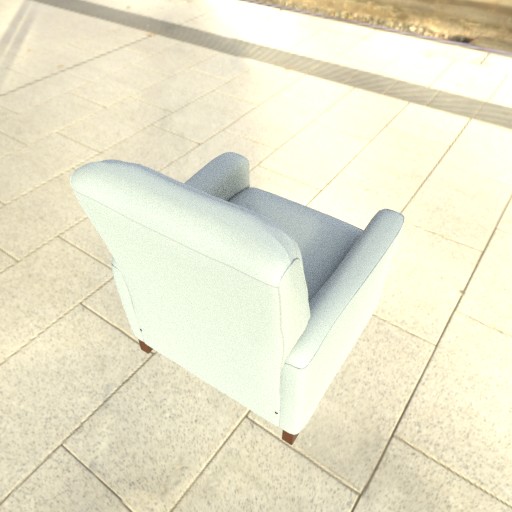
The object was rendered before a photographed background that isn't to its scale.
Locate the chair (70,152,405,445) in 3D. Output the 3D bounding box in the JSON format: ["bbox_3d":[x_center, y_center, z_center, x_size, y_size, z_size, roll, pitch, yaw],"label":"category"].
[{"bbox_3d":[0.000,0.000,1.629,0.853,1.007,0.846,25,50,23],"label":"chair"}]
